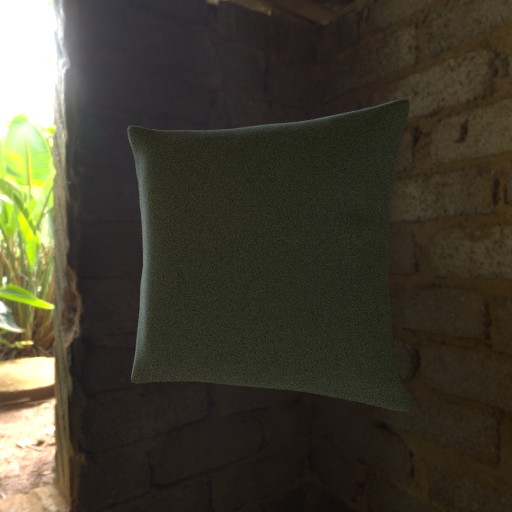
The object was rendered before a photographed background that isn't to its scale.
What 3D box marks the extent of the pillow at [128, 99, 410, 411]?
[{"bbox_3d":[0.000,0.000,0.798,0.525,0.508,0.166,0,0,18],"label":"pillow"}]
